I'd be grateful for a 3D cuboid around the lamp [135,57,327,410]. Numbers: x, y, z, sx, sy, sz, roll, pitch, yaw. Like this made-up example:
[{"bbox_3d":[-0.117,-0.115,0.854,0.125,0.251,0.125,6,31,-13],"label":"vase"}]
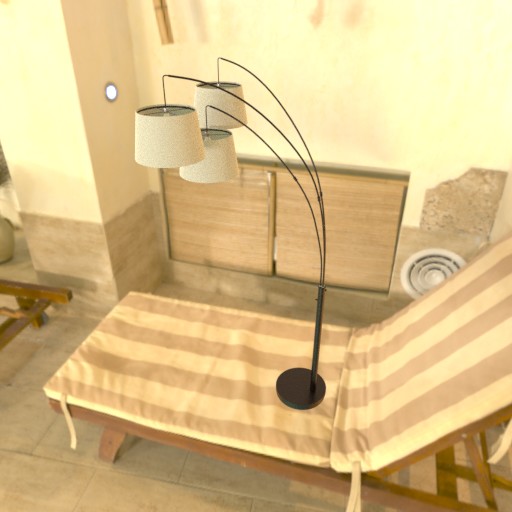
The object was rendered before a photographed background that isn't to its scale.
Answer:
[{"bbox_3d":[0.000,0.000,2.472,0.924,1.950,0.951,9,31,15],"label":"lamp"}]
